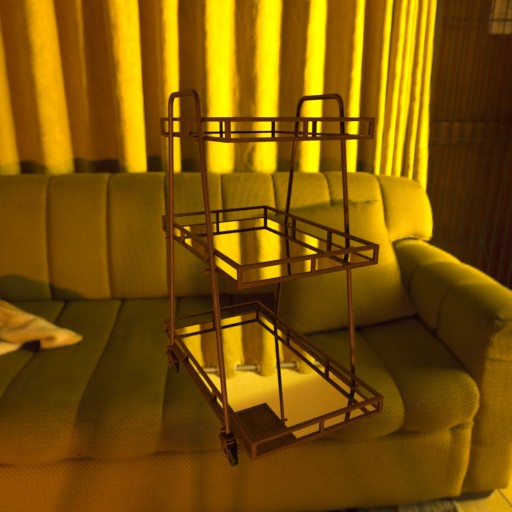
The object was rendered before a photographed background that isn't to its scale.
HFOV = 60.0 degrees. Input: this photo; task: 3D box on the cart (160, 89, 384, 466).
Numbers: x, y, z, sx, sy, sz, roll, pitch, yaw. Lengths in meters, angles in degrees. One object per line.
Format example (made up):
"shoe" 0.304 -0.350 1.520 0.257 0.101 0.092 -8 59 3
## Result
"cart" 0.000 0.000 1.277 0.441 0.883 0.711 -9 19 -26
